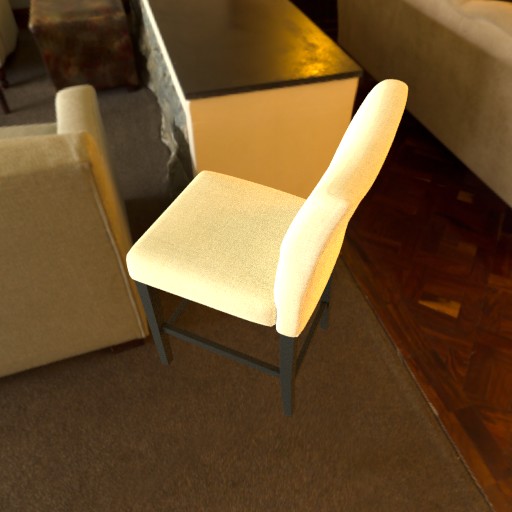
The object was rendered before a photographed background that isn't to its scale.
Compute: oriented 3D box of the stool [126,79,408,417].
[{"bbox_3d":[0.000,0.000,1.313,0.603,0.972,0.514,18,49,17],"label":"stool"}]
